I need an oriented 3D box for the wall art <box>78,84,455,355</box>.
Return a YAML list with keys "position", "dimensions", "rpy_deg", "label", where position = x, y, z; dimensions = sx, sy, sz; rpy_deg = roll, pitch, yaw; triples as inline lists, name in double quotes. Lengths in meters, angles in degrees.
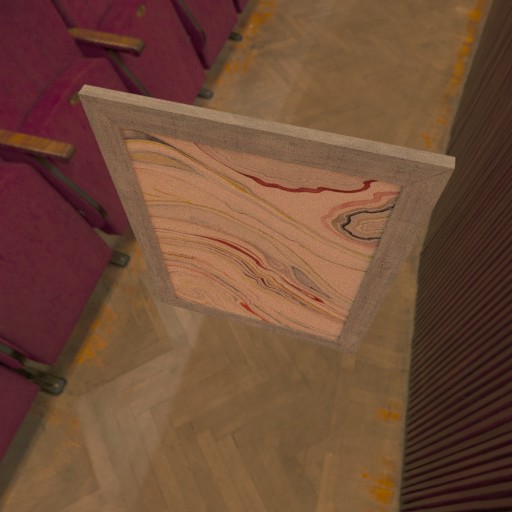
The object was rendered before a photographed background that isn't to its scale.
- position: [0.000, 0.000, 0.809]
  dimensions: [0.481, 0.613, 0.020]
  rpy_deg: [14, 59, 9]
  label: "wall art"
